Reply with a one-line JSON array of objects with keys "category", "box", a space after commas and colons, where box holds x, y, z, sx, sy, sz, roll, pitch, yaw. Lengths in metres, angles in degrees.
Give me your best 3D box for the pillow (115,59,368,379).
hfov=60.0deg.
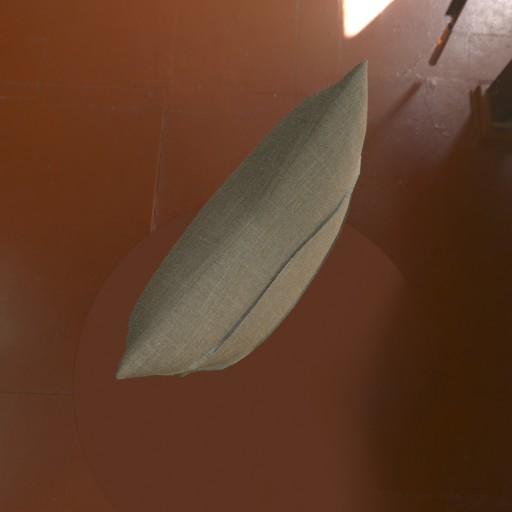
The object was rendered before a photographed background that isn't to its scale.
[{"category": "pillow", "box": [0.000, 0.000, 0.622, 0.169, 0.400, 0.424, 36, 79, 8]}]
